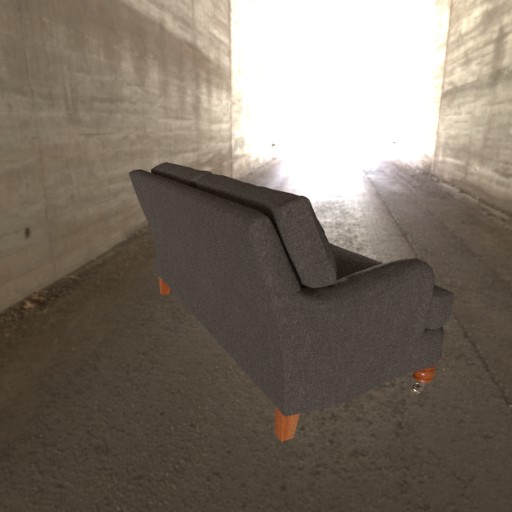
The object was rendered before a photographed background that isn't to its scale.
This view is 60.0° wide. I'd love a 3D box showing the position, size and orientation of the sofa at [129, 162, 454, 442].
[{"bbox_3d":[0.000,0.000,2.749,1.087,1.054,2.160,-8,18,-25],"label":"sofa"}]
